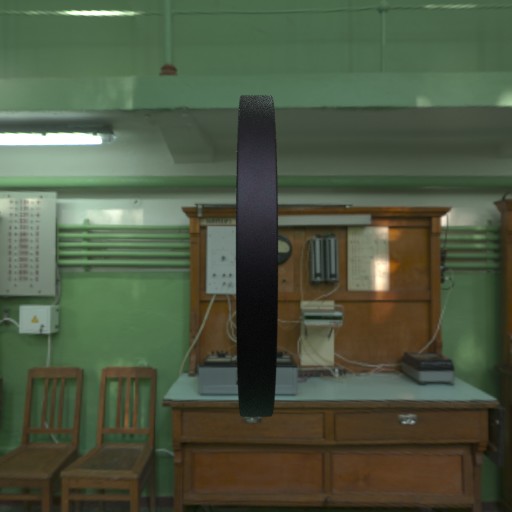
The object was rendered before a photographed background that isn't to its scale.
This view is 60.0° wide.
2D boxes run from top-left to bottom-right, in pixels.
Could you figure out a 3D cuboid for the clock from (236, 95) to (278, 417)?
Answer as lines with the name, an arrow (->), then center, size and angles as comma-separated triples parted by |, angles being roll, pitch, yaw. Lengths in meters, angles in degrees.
clock -> 0.000, 0.000, 0.459 | 0.029, 0.314, 0.314 | 0, -1, 0
